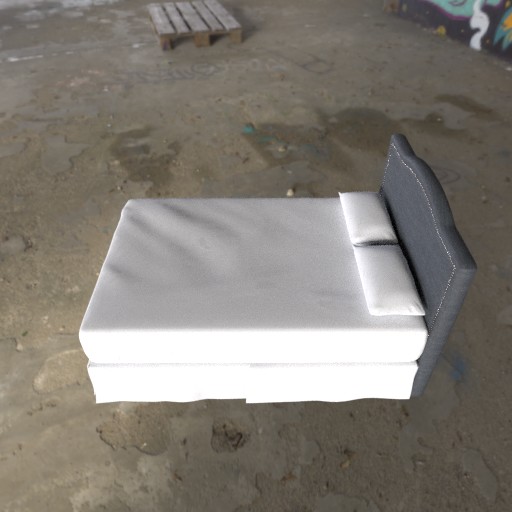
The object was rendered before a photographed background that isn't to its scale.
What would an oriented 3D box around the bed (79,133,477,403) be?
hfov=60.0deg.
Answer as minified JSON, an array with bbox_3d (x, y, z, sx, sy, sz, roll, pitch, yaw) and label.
[{"bbox_3d":[0.000,0.000,3.517,2.507,1.441,1.747,0,41,0],"label":"bed"}]
